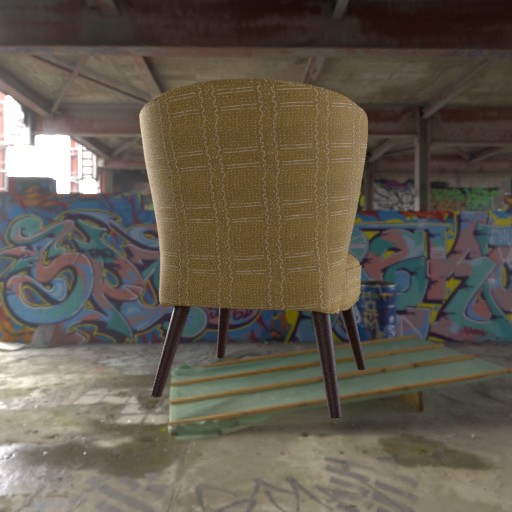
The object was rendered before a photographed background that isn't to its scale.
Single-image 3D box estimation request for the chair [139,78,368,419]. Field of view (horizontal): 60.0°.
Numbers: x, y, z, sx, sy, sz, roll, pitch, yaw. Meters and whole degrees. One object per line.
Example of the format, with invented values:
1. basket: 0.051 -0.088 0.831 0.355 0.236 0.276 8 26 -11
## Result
1. chair: 0.000 0.000 1.425 0.706 0.866 0.758 0 0 19
